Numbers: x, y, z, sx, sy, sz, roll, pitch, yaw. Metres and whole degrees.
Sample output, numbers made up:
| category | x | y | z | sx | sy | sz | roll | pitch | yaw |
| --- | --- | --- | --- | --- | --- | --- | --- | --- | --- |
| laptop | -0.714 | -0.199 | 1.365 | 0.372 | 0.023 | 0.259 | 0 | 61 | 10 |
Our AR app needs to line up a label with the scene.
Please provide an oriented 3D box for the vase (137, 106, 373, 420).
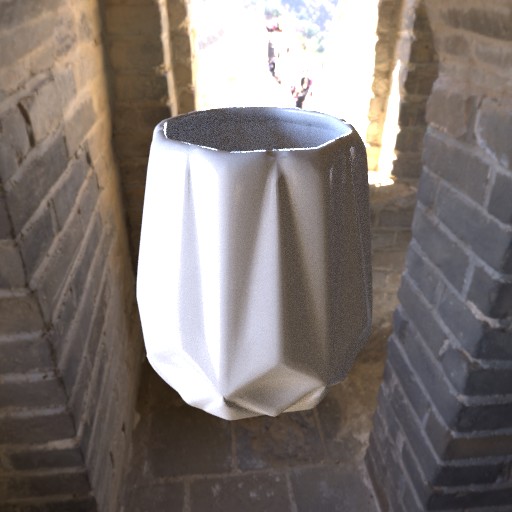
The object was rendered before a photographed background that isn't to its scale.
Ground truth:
| category | x | y | z | sx | sy | sz | roll | pitch | yaw |
| --- | --- | --- | --- | --- | --- | --- | --- | --- | --- |
| vase | 0.000 | 0.000 | 0.259 | 0.141 | 0.152 | 0.141 | 0 | 29 | 0 |
